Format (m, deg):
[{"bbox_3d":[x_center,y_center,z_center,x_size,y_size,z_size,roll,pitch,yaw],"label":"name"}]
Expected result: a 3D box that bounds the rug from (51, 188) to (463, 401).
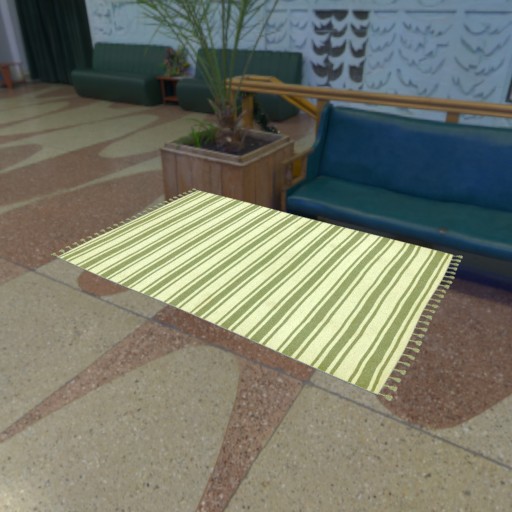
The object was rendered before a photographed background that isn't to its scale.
[{"bbox_3d":[0.000,0.000,3.069,2.435,0.018,1.540,18,34,28],"label":"rug"}]
